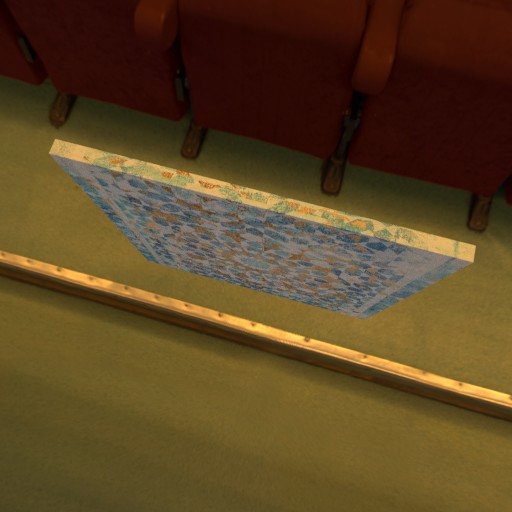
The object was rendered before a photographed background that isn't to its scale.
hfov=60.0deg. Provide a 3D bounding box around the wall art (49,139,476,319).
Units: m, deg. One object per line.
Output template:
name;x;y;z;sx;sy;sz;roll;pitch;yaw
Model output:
wall art;0.000;0.000;1.368;0.916;0.916;0.040;15;75;4
